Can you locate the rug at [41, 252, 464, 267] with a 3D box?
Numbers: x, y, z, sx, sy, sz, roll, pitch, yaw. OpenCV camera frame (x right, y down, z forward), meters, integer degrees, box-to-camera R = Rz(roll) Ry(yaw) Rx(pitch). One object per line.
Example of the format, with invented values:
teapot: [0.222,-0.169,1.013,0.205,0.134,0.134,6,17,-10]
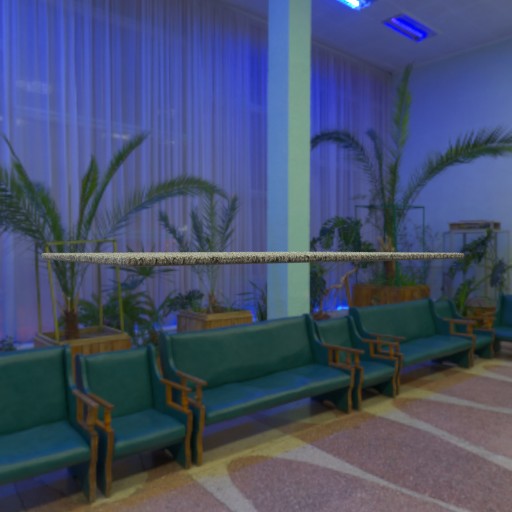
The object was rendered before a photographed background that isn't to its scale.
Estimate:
rug: [0.000,0.000,2.248,1.778,0.030,1.219,-1,1,-36]
